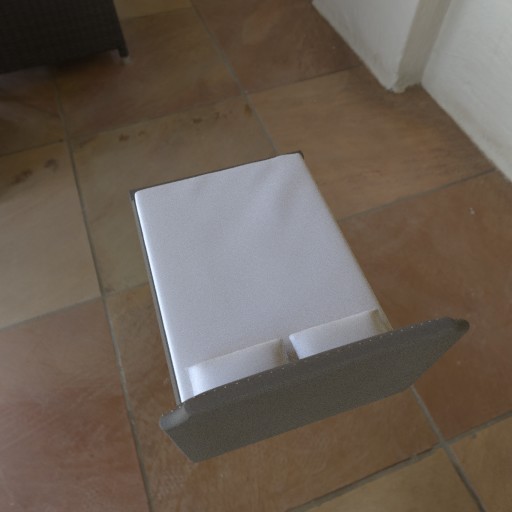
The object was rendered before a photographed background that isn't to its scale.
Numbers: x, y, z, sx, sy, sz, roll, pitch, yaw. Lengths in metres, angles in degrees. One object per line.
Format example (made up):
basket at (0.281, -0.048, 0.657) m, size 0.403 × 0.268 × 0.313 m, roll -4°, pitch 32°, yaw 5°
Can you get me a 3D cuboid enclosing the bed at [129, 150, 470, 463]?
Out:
bed at (0.000, 0.000, 3.344) m, size 1.712 × 1.443 × 2.372 m, roll -15°, pitch 59°, yaw -10°
